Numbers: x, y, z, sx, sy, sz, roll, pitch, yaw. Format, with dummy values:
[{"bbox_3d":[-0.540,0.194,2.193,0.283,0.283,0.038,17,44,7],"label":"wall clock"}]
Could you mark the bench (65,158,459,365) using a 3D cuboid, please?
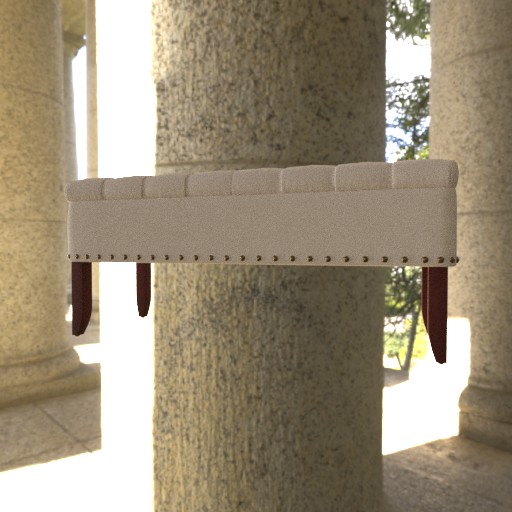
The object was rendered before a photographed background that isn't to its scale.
[{"bbox_3d":[0.000,0.000,1.301,1.054,0.470,0.400,0,1,18],"label":"bench"}]
